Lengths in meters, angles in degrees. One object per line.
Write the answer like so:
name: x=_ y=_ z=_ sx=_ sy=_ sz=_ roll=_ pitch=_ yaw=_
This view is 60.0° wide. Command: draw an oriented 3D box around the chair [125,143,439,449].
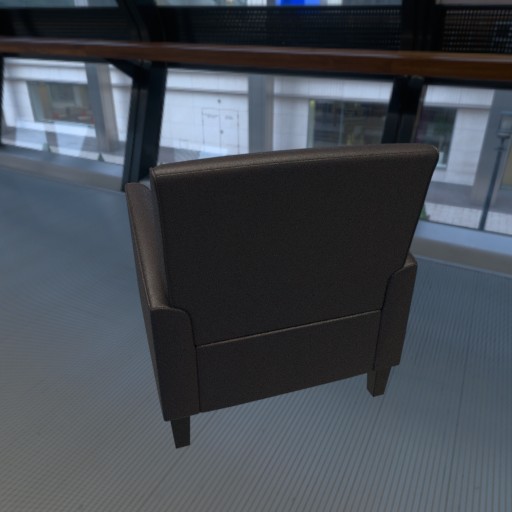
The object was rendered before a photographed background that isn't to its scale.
chair: x=0.000 y=0.000 z=1.572 sx=0.820 sy=0.916 sz=0.819 roll=-8 pitch=28 yaw=-16
